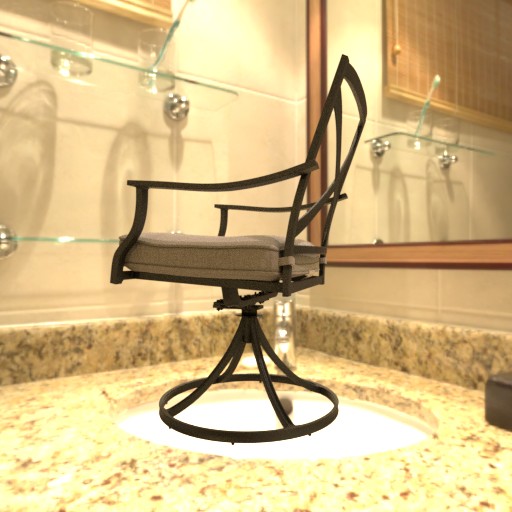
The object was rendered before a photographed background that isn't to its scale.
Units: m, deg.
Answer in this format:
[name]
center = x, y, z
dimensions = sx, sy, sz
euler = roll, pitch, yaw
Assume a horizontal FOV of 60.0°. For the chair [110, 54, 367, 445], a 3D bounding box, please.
[chair]
center = 0.000, 0.000, 1.294
dimensions = 0.620, 0.889, 0.575
euler = 0, 0, 18
